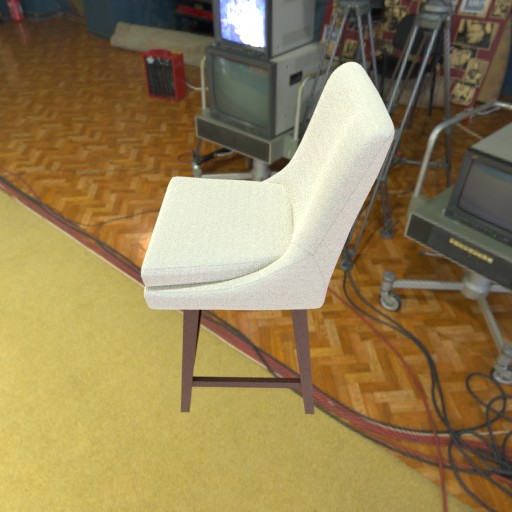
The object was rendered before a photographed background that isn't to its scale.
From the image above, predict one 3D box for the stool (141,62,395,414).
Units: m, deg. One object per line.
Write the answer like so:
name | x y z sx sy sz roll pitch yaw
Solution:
stool | 0.000 0.000 1.310 0.559 0.991 0.483 1 40 1
